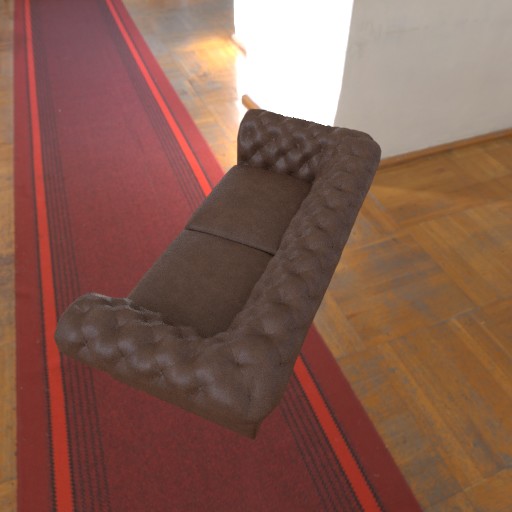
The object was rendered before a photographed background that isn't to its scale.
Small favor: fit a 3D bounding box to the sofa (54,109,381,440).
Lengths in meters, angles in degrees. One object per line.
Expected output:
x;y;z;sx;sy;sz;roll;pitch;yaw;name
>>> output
0.000;0.000;2.512;0.955;0.784;2.048;17;48;16;sofa
